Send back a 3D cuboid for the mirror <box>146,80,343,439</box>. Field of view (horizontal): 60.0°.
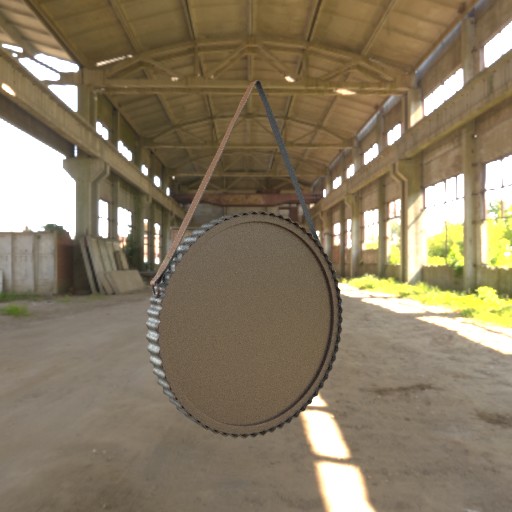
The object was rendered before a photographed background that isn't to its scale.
[{"bbox_3d":[0.000,0.000,0.717,0.355,0.568,0.042,0,0,-35],"label":"mirror"}]
